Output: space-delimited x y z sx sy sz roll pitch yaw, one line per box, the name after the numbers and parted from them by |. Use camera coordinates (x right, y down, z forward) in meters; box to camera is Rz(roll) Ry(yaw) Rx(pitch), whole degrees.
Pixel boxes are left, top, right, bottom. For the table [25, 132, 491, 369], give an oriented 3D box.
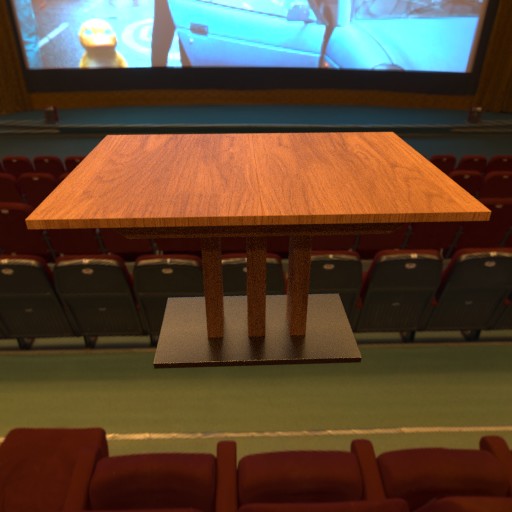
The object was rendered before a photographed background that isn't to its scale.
0.000 0.000 1.814 1.300 0.770 0.900 -1 30 -2 | table
